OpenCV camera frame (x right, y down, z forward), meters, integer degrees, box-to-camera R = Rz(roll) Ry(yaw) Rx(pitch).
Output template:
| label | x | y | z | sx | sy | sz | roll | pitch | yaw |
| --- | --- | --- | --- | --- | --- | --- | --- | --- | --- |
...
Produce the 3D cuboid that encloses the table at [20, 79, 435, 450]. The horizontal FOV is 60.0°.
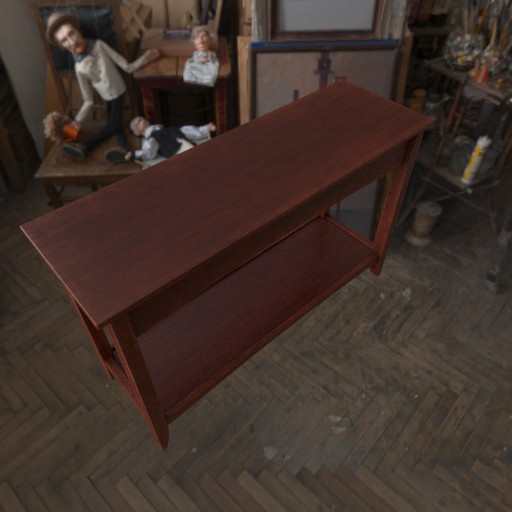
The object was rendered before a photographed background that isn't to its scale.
| label | x | y | z | sx | sy | sz | roll | pitch | yaw |
| --- | --- | --- | --- | --- | --- | --- | --- | --- | --- |
| table | 0.000 | 0.000 | 1.511 | 1.188 | 0.739 | 0.392 | -33 | 55 | -27 |
